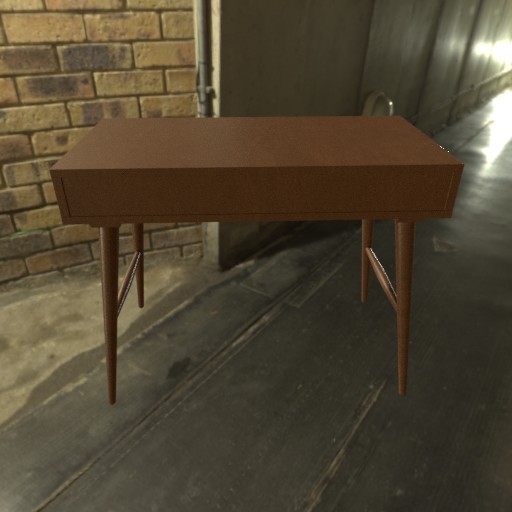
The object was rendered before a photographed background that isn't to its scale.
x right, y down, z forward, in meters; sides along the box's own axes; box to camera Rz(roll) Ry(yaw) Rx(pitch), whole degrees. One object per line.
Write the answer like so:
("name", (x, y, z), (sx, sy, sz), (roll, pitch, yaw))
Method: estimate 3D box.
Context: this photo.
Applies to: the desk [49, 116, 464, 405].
("desk", (0.000, 0.000, 1.410), (0.949, 0.758, 0.510), (-1, 31, -2))
